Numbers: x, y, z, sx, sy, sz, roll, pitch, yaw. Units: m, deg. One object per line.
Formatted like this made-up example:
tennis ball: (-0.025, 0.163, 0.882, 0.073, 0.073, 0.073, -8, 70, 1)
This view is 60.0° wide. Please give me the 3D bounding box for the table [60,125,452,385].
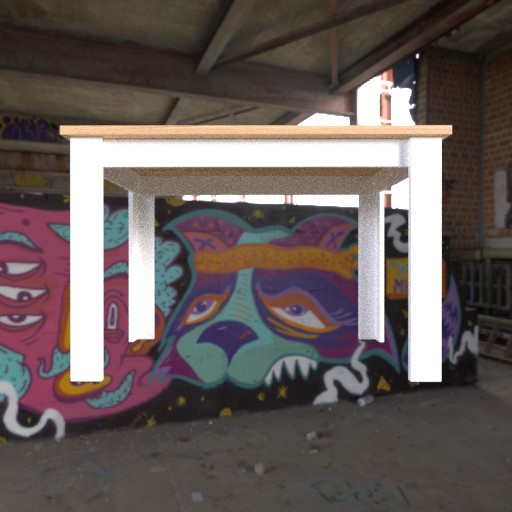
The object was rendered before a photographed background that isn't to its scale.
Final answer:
table: (0.000, 0.000, 1.592, 1.100, 0.734, 0.700, 0, 0, 0)
